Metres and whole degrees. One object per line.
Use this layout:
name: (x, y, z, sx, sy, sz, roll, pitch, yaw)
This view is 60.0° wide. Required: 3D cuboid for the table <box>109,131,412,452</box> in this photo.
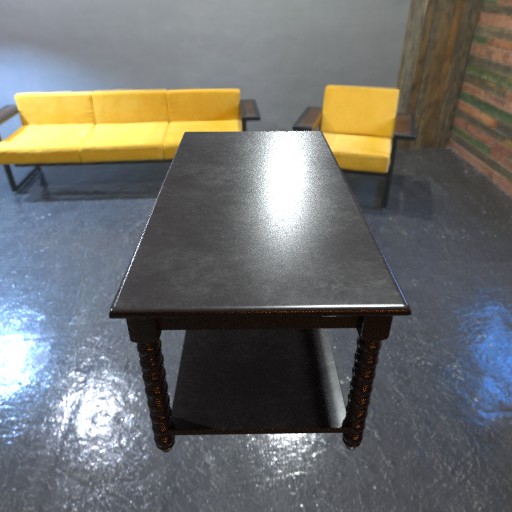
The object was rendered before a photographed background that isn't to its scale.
table: (0.000, 0.000, 1.456, 0.580, 0.487, 1.171, 0, 32, -1)
